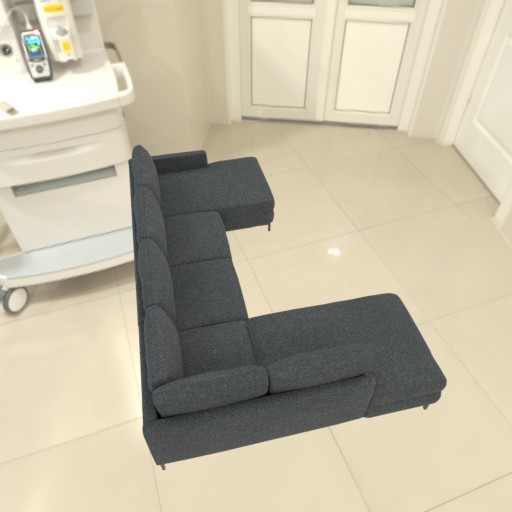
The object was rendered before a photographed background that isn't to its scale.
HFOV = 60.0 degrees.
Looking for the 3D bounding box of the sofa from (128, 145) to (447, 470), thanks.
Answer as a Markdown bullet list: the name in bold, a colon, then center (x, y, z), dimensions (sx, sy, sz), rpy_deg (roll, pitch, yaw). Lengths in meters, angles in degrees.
- **sofa**: center (0.000, 0.000, 3.815), dimensions (2.007, 0.813, 2.956), rpy_deg (-9, 46, -9)
